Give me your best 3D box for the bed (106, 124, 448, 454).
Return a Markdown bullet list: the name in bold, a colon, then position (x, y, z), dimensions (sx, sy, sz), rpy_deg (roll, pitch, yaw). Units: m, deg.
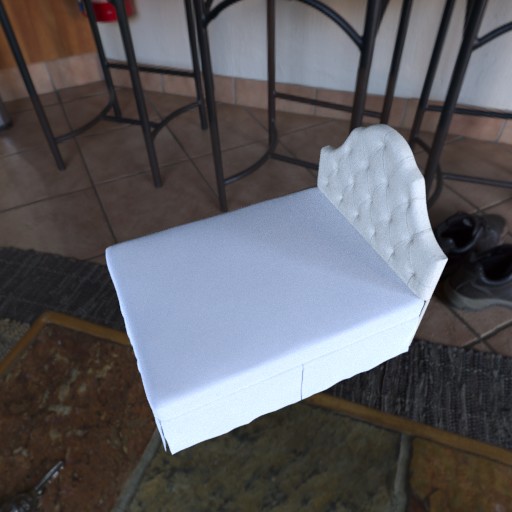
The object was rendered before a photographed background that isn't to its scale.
- **bed**: position (0.000, 0.000, 3.271), dimensions (2.092, 1.575, 1.627), rpy_deg (-18, 48, -17)
